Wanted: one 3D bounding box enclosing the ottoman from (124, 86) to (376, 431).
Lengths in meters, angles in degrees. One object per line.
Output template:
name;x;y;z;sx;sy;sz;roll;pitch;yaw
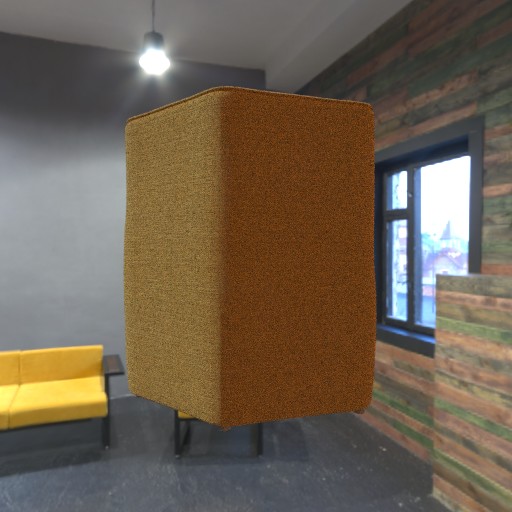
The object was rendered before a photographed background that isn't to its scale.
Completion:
ottoman;0.000;0.000;0.863;0.494;0.502;0.443;0;0;-18
